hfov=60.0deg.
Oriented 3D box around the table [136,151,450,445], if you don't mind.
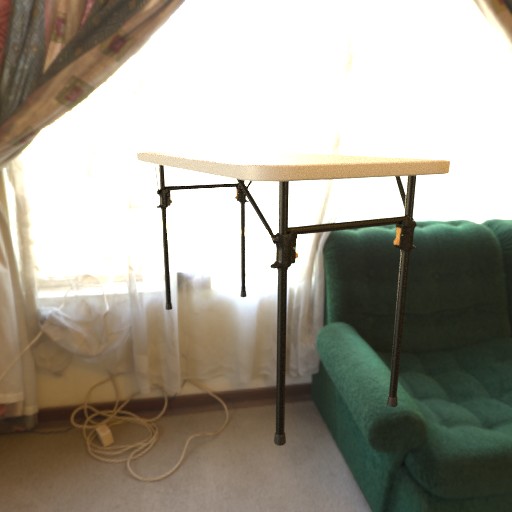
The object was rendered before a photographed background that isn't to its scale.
[{"bbox_3d":[0.000,0.000,1.645,0.610,0.729,1.219,-7,16,-25],"label":"table"}]
